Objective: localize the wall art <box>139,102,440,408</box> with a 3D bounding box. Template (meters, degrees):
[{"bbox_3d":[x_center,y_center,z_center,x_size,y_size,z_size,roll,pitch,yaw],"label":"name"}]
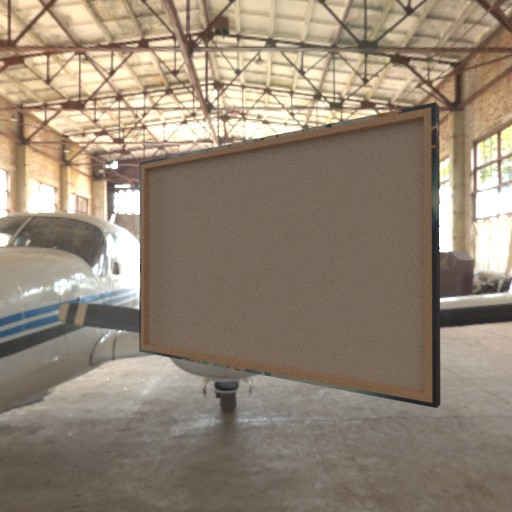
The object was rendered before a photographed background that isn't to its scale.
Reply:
[{"bbox_3d":[0.000,0.000,1.452,1.138,0.759,0.035,0,-1,37],"label":"wall art"}]
